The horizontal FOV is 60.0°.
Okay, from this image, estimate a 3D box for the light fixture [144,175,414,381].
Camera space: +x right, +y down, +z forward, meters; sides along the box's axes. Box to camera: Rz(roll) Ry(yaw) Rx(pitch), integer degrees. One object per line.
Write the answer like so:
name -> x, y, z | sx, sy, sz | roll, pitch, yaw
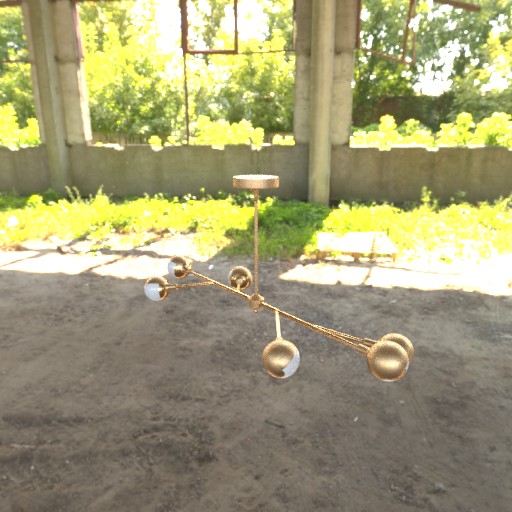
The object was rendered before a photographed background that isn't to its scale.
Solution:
light fixture -> 0.000, 0.000, 1.026 | 0.434, 0.362, 0.778 | -6, 17, -22
